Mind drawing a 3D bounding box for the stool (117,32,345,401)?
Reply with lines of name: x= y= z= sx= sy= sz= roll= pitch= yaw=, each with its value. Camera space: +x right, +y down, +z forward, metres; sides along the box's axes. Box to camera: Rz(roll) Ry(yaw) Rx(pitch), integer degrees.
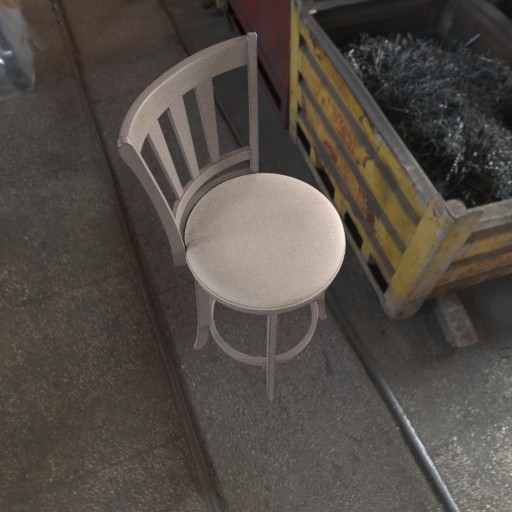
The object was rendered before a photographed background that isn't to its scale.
stool: x=0.000 y=0.000 z=1.266 sx=0.475 sy=1.023 sz=0.436 roll=30 pitch=62 yaw=18
